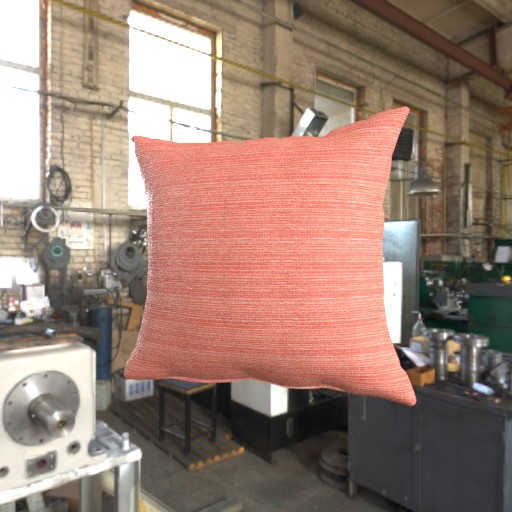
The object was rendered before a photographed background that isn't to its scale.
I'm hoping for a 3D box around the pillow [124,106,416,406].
[{"bbox_3d":[0.000,0.000,0.822,0.559,0.501,0.229,0,0,17],"label":"pillow"}]
